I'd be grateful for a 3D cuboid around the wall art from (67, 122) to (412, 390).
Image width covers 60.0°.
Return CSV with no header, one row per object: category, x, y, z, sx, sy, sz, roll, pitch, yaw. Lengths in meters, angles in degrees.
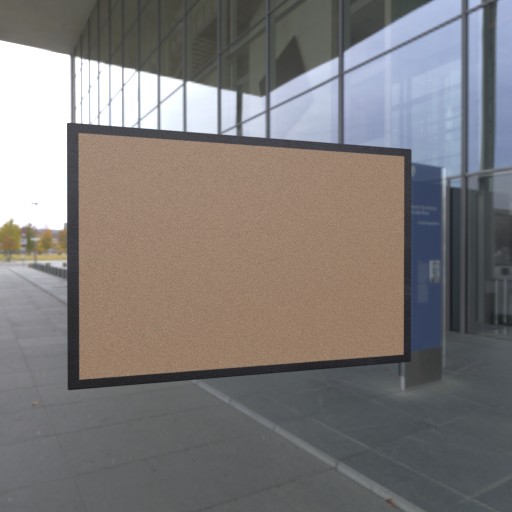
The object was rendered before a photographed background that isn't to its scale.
wall art,0.000,0.000,0.777,0.610,0.409,0.038,0,1,-17
